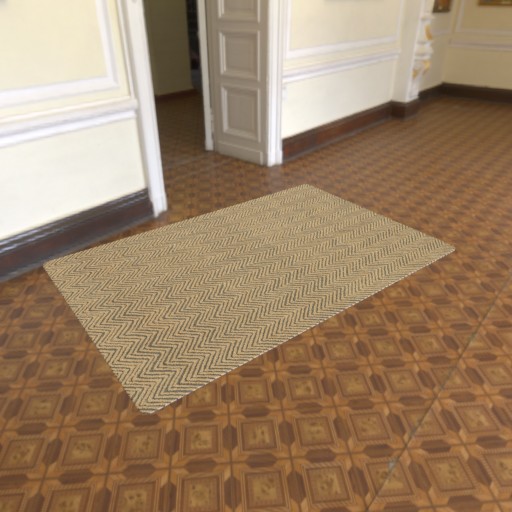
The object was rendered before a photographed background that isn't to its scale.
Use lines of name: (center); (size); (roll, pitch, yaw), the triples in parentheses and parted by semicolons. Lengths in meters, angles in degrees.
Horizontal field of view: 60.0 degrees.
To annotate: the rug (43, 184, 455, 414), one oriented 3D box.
rug: (0.000, 0.000, 2.220); (1.752, 0.008, 1.144); (-21, 36, -32)
